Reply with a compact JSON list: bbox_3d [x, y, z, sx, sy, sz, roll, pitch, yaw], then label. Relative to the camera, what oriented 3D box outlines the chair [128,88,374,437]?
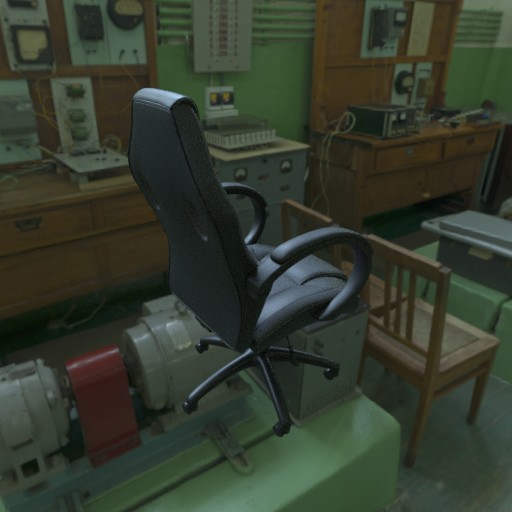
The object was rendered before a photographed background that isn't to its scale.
[{"bbox_3d":[0.000,0.000,1.635,0.724,1.187,0.673,-18,31,-32],"label":"chair"}]
